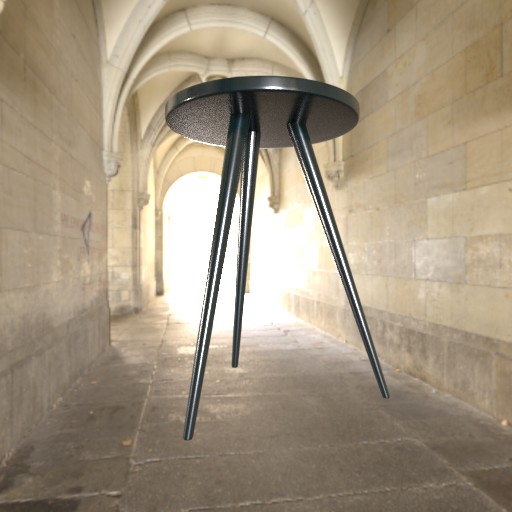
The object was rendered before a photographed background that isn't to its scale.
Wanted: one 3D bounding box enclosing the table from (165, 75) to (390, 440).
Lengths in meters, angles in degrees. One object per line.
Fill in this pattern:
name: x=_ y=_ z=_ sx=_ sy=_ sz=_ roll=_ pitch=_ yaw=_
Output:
table: x=0.000 y=0.000 z=0.837 sx=0.403 sy=0.548 sz=0.415 roll=0 pitch=0 yaw=36
